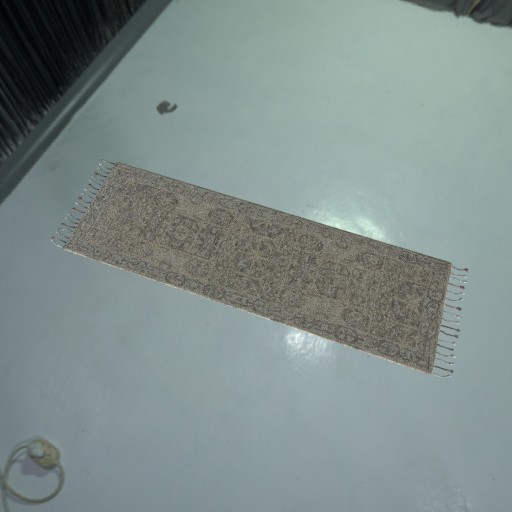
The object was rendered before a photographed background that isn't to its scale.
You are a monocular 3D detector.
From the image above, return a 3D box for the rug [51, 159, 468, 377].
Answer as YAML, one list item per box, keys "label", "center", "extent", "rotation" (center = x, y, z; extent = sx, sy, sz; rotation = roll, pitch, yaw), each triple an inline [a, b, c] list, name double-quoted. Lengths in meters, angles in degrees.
- label: "rug"
  center: [0.000, 0.000, 2.907]
  extent: [2.664, 0.011, 0.762]
  rotation: [18, 65, 9]
